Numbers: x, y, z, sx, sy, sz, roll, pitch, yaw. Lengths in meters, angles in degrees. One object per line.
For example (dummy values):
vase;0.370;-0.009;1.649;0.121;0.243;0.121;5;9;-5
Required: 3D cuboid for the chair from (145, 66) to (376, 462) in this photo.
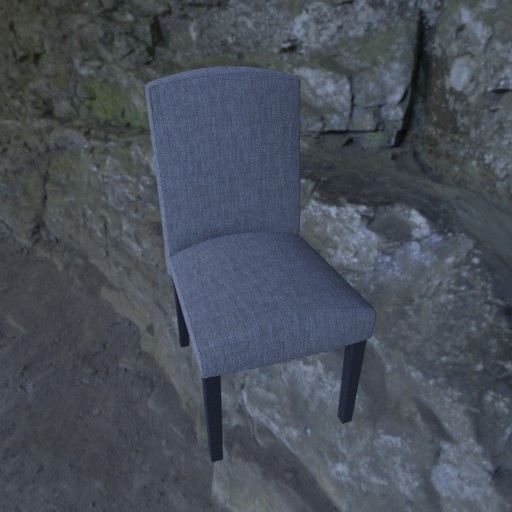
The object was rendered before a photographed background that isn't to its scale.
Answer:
chair;0.000;0.000;1.226;0.451;0.917;0.580;-9;31;-16
